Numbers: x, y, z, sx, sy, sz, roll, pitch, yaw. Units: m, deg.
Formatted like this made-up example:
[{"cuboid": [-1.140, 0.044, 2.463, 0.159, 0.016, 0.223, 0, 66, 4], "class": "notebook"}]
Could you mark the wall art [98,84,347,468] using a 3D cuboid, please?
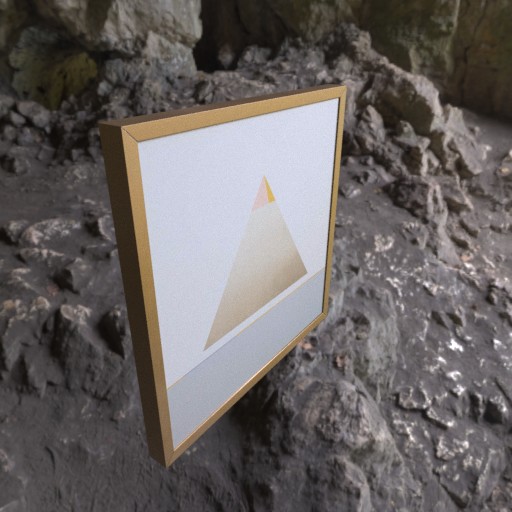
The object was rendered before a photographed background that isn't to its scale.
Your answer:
[{"cuboid": [0.000, 0.000, 0.759, 0.038, 0.511, 0.513, 18, 32, 32], "class": "wall art"}]
